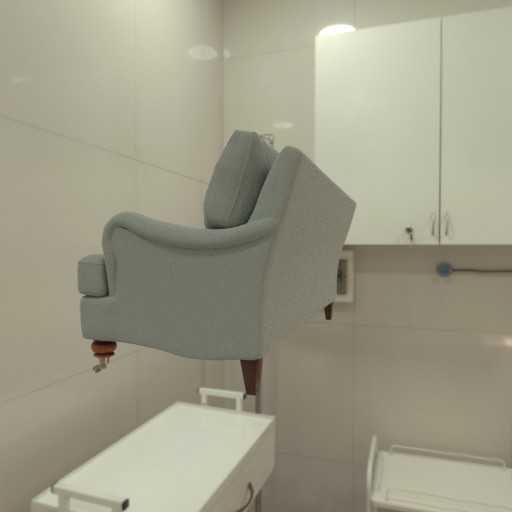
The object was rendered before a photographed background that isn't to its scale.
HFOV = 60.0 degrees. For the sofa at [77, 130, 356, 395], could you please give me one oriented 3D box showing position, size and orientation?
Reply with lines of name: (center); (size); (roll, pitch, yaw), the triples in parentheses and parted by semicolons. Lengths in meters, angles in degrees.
sofa: (0.000, 0.000, 2.864); (1.069, 1.096, 2.193); (0, 1, 18)
